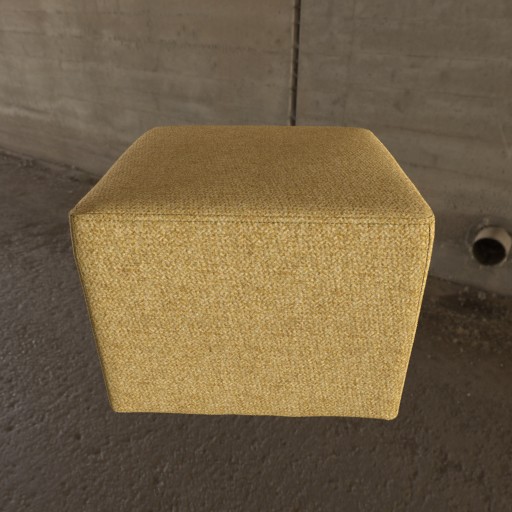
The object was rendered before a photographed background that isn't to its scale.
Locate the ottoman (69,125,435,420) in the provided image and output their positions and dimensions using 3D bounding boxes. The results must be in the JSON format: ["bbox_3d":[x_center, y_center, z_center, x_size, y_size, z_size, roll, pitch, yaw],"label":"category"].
[{"bbox_3d":[0.000,0.000,0.897,0.512,0.441,0.505,1,30,1],"label":"ottoman"}]
